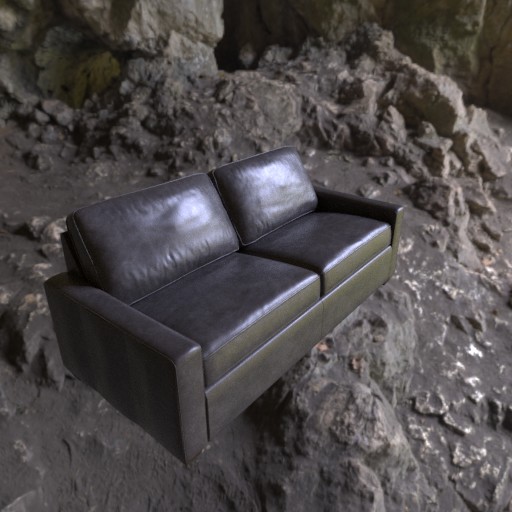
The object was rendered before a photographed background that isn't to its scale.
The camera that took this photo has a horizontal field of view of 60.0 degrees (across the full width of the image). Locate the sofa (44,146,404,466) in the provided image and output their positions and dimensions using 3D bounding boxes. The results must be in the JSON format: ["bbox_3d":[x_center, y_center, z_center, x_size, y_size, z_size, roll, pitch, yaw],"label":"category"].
[{"bbox_3d":[0.000,0.000,2.582,0.939,0.916,2.081,20,33,34],"label":"sofa"}]
